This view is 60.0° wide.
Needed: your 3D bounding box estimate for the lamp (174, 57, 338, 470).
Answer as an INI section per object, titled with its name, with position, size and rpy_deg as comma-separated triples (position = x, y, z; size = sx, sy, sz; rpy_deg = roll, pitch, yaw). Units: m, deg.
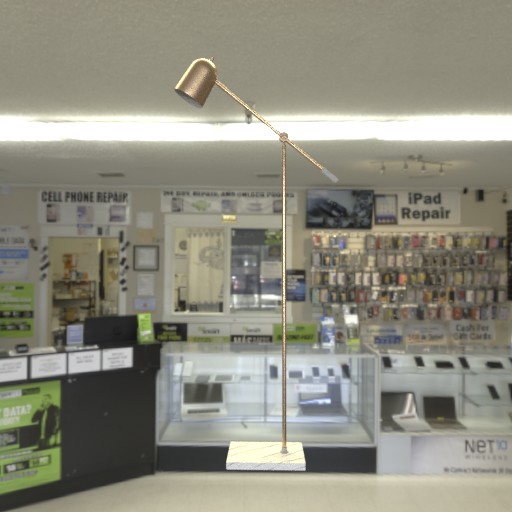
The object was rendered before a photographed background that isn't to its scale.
[lamp]
position = 0.000, 0.000, 1.758
size = 0.653, 1.594, 0.194
rpy_deg = 0, -1, 2
